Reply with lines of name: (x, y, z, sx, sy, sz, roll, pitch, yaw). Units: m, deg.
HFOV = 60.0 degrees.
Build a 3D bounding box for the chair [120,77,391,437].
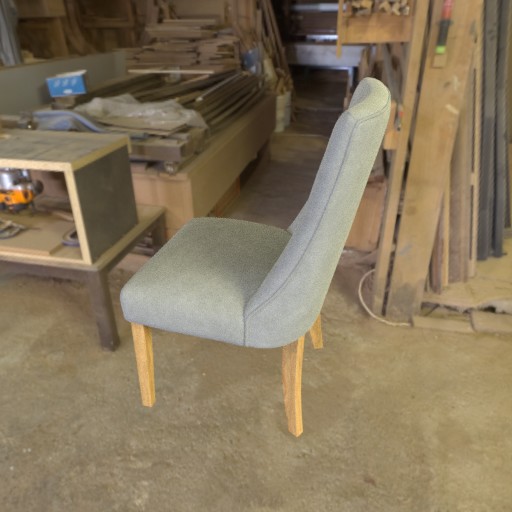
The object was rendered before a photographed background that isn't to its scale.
chair: (0.000, 0.000, 1.241, 0.610, 0.902, 0.495, 8, 30, 14)
